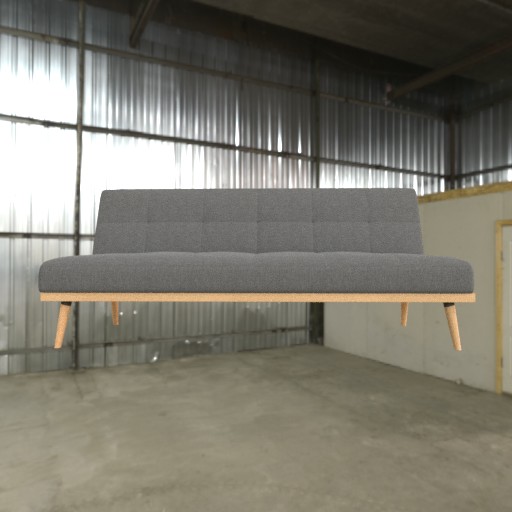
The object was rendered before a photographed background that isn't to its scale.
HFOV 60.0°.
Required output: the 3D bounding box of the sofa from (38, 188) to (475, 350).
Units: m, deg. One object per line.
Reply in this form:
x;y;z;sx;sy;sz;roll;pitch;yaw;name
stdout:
0.000;0.000;2.215;1.820;0.770;0.820;0;0;1;sofa
